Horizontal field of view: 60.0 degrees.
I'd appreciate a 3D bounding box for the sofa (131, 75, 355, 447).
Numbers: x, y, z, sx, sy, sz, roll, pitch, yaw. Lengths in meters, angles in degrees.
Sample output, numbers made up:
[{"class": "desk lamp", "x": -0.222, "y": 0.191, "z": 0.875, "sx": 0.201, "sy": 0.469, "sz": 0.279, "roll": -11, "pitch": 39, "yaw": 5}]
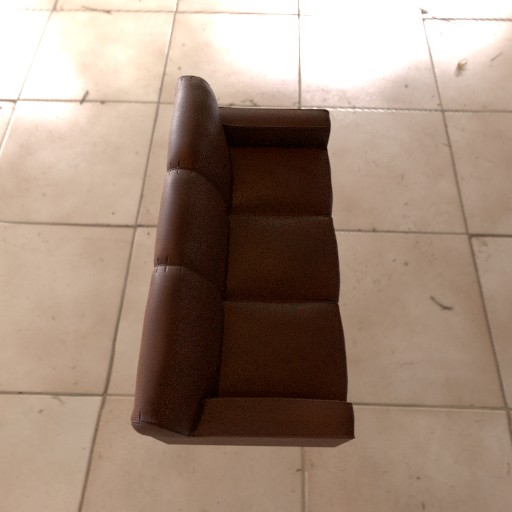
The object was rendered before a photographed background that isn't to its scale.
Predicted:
[{"class": "sofa", "x": 0.000, "y": 0.000, "z": 2.595, "sx": 1.008, "sy": 0.953, "sz": 2.039, "roll": 1, "pitch": 63, "yaw": 0}]
